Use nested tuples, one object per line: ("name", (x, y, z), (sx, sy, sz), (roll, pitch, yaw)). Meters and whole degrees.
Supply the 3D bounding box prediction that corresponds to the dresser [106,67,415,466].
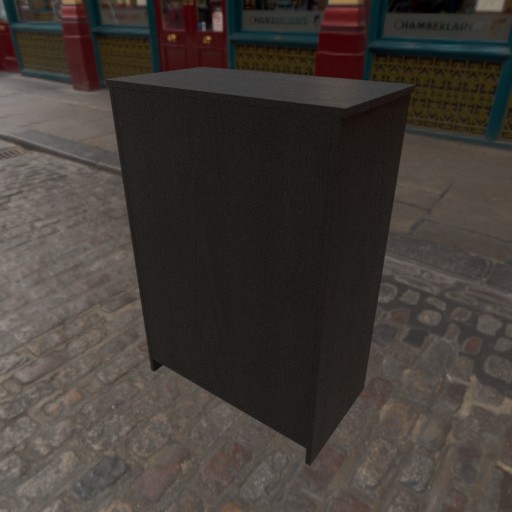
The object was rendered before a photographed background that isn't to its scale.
("dresser", (0.000, 0.000, 1.381), (0.700, 1.020, 0.398), (19, 34, 31))
